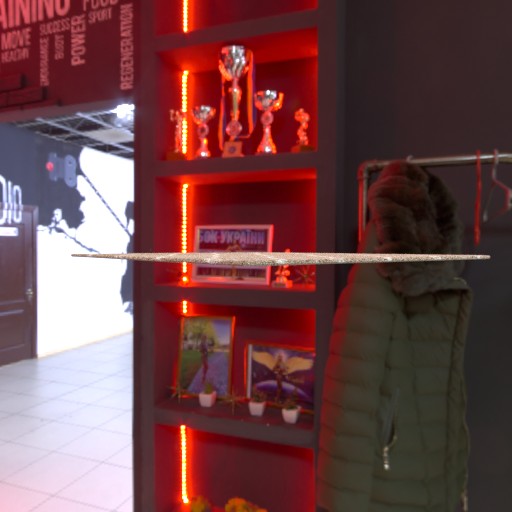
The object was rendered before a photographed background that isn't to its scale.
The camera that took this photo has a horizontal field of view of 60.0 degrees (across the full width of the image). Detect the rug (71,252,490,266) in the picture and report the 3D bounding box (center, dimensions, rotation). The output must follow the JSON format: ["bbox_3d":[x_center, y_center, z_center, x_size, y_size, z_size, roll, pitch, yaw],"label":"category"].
[{"bbox_3d":[0.000,0.000,4.028,2.438,0.029,3.047,-1,1,-37],"label":"rug"}]
